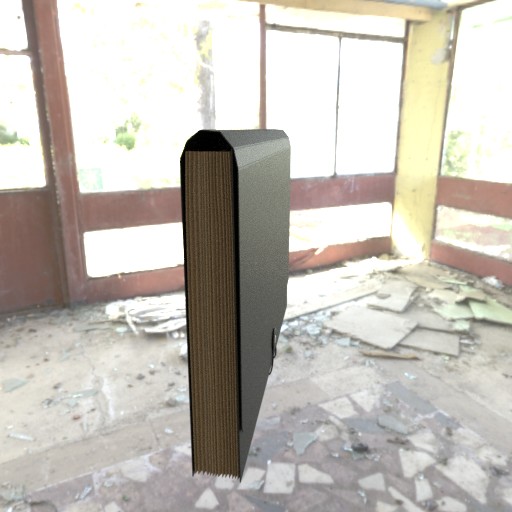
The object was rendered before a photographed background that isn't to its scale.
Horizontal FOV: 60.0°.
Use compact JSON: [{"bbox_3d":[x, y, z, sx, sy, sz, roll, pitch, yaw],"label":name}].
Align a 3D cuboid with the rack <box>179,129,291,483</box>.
[{"bbox_3d":[0.000,0.000,0.438,0.041,0.241,0.330,3,16,9],"label":"rack"}]
